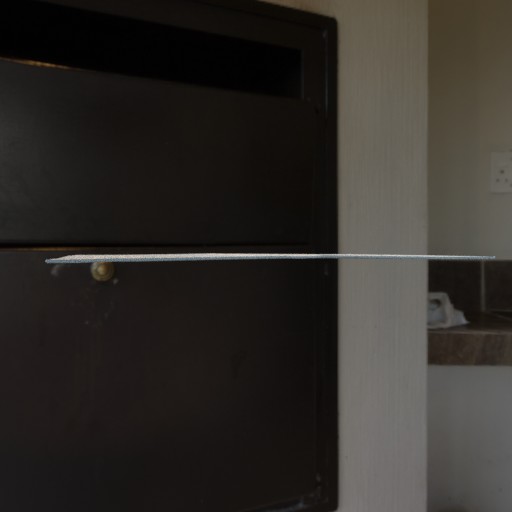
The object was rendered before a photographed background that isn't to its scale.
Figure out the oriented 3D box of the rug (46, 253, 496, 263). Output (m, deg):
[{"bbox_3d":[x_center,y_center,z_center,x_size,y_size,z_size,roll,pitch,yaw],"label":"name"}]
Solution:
[{"bbox_3d":[0.000,0.000,2.883,2.306,0.030,1.613,0,1,-18],"label":"rug"}]
